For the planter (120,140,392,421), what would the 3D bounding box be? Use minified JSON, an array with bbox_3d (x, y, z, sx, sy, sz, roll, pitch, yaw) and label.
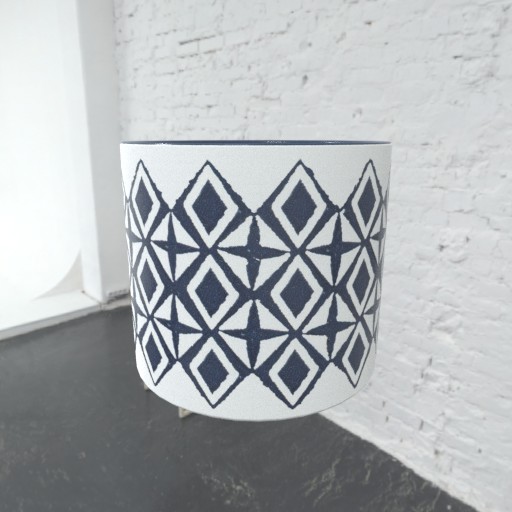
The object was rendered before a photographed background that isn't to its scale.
[{"bbox_3d":[0.000,0.000,0.328,0.182,0.165,0.182,0,15,0],"label":"planter"}]
